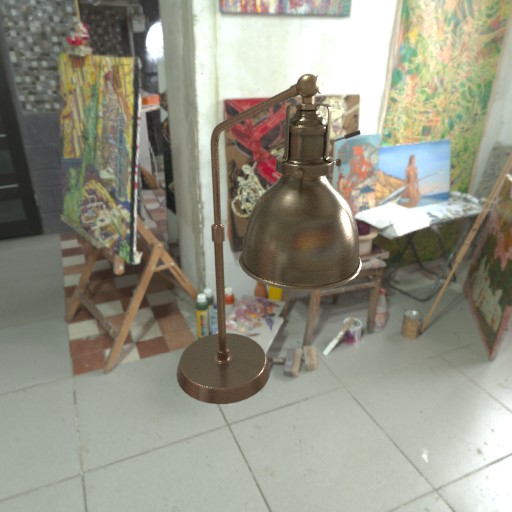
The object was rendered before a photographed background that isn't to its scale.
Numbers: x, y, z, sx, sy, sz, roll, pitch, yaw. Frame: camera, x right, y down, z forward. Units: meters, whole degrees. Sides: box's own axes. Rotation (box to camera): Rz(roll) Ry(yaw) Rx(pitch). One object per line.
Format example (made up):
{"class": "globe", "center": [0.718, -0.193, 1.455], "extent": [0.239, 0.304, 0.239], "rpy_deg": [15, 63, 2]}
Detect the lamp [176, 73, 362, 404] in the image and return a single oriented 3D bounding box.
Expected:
{"class": "lamp", "center": [0.000, 0.000, 0.591], "extent": [0.286, 0.456, 0.153], "rpy_deg": [18, 32, 33]}
